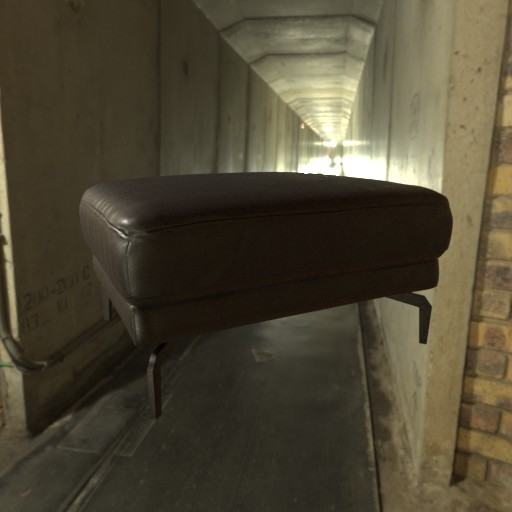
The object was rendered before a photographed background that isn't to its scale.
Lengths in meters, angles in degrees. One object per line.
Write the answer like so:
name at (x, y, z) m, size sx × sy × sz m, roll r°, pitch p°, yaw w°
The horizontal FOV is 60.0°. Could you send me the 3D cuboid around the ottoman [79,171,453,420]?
ottoman at (0.000, 0.000, 1.103) m, size 0.764 × 0.402 × 0.570 m, roll -7°, pitch 16°, yaw -26°
